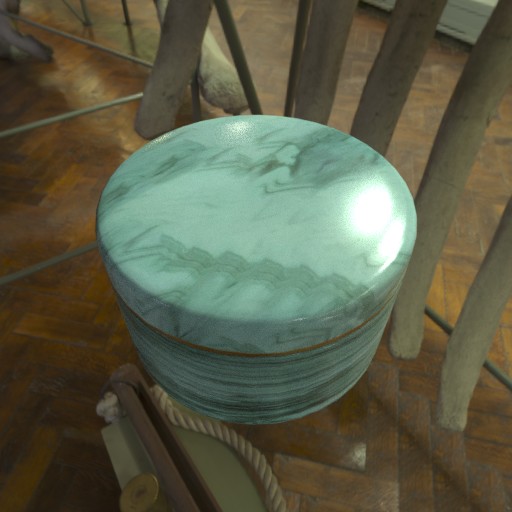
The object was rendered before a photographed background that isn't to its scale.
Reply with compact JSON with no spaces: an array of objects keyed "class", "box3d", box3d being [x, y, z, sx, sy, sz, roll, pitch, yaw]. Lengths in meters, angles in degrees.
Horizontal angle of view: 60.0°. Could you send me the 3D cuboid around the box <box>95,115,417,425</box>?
[{"class":"box","box3d":[0.000,0.000,0.162,0.101,0.063,0.101,0,47,0]}]
